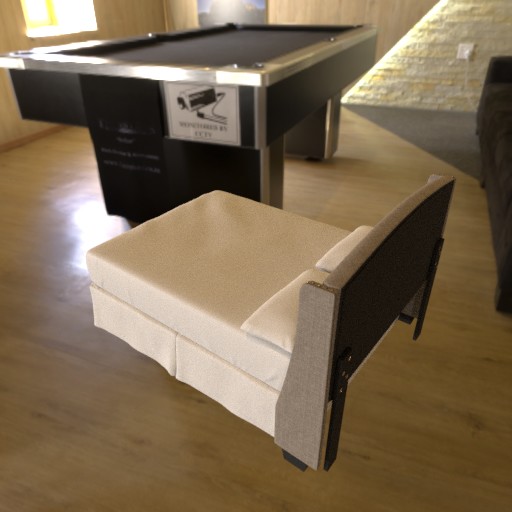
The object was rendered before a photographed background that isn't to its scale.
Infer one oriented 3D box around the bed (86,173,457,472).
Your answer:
[{"bbox_3d":[0.000,0.000,3.341,2.237,1.407,1.710,22,38,31],"label":"bed"}]
